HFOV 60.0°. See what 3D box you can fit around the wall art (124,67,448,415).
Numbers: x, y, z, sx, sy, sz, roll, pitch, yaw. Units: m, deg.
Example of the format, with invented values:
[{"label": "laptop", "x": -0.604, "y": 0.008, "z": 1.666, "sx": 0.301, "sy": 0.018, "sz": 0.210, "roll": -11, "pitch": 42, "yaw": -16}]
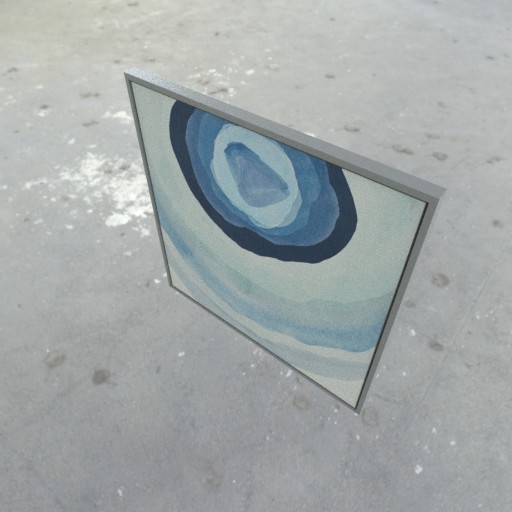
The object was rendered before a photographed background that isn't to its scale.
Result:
[{"label": "wall art", "x": 0.000, "y": 0.000, "z": 1.212, "sx": 0.809, "sy": 0.807, "sz": 0.038, "roll": 30, "pitch": 52, "yaw": 26}]
